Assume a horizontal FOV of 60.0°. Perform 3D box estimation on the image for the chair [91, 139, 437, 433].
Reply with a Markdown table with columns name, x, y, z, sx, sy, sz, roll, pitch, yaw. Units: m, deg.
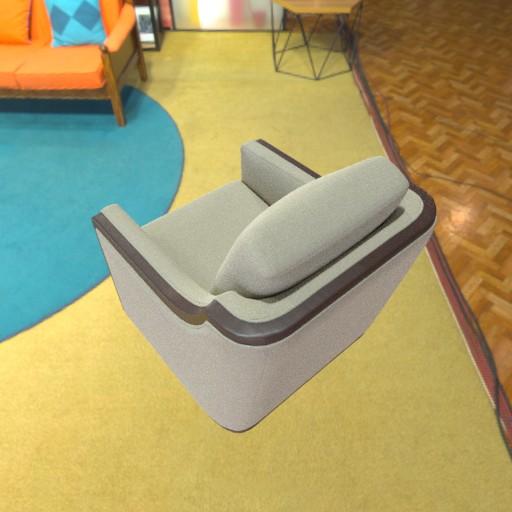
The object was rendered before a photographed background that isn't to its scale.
| name | x | y | z | sx | sy | sz | roll | pitch | yaw |
| --- | --- | --- | --- | --- | --- | --- | --- | --- | --- |
| chair | 0.000 | 0.000 | 1.679 | 0.870 | 0.930 | 0.950 | -32 | 54 | -27 |
